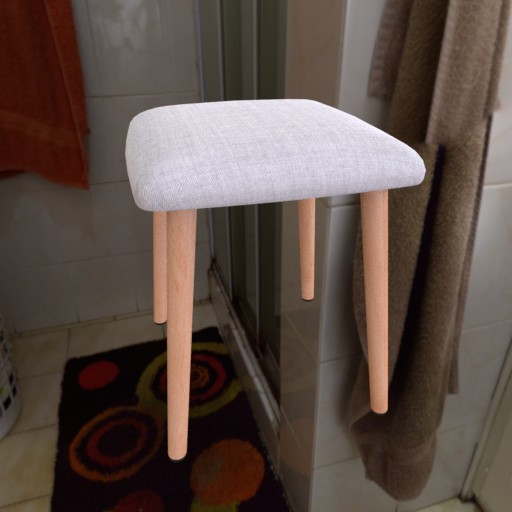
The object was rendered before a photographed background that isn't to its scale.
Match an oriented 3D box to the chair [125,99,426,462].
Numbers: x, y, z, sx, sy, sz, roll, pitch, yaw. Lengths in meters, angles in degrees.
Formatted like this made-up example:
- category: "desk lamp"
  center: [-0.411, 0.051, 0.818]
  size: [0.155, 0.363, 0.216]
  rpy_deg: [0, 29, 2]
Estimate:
- category: "chair"
  center: [0.000, 0.000, 0.698]
  size: [0.350, 0.440, 0.350]
  rpy_deg: [-7, 30, -13]
